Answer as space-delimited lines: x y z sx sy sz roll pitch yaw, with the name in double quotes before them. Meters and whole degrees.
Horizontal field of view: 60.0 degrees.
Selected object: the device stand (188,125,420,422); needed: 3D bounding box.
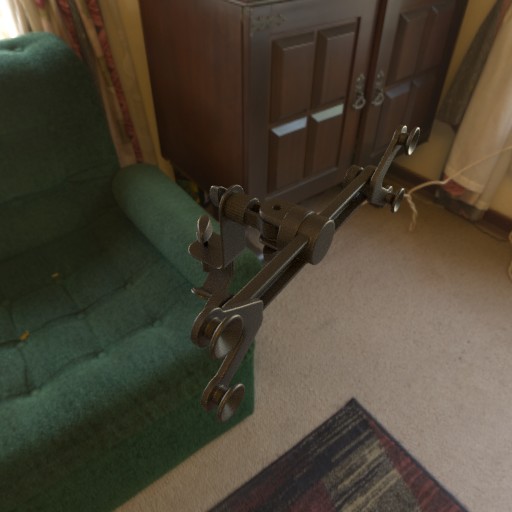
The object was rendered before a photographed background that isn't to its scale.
"device stand" 0.000 0.000 0.363 0.142 0.166 0.270 25 46 26
